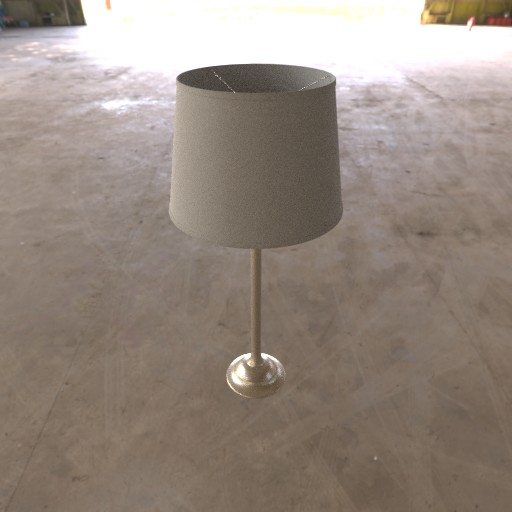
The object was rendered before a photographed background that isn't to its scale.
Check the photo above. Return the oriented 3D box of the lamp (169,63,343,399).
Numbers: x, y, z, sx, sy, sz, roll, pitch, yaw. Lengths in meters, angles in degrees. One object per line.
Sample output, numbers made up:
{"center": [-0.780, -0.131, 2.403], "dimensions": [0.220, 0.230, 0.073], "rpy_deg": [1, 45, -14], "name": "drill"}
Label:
{"center": [0.000, 0.000, 0.915], "dimensions": [0.331, 0.698, 0.331], "rpy_deg": [0, 32, 0], "name": "lamp"}
